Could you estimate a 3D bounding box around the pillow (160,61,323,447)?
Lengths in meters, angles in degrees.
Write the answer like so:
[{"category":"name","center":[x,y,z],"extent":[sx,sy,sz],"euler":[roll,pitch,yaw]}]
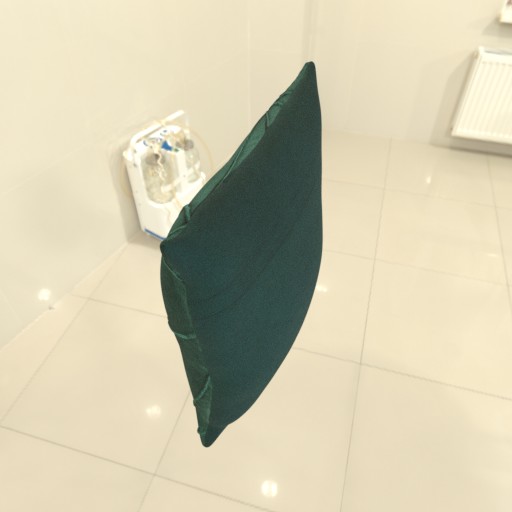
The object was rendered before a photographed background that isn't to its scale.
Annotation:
[{"category":"pillow","center":[0.000,0.000,0.677],"extent":[0.184,0.440,0.439],"euler":[17,47,16]}]
